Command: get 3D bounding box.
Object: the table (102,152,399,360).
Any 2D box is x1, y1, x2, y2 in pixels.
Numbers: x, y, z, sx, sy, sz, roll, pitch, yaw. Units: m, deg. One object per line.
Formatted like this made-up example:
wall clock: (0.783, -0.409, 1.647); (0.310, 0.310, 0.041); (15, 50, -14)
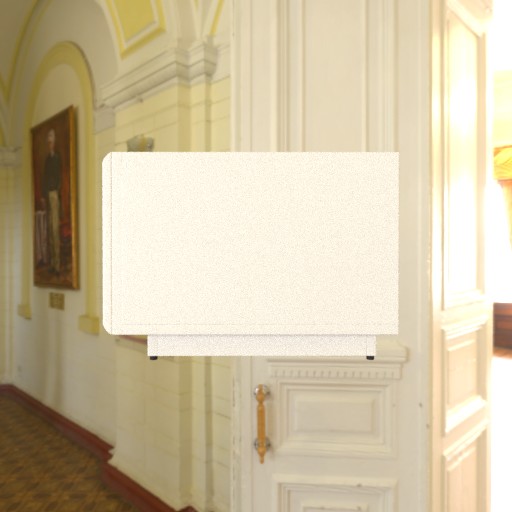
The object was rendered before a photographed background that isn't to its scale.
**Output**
table: (0.000, 0.000, 1.466); (0.639, 0.442, 1.097); (0, 1, 0)
